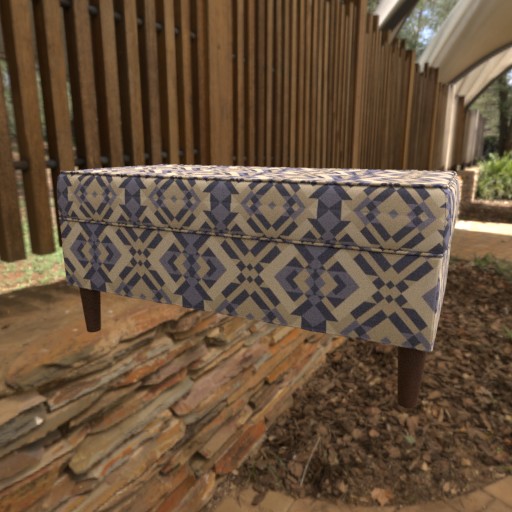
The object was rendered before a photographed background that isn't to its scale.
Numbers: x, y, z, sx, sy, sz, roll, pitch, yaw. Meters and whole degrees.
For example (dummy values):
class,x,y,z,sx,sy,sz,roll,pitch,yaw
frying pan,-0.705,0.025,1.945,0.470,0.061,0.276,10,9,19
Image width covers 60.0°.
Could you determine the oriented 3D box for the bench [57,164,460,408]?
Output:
class,x,y,z,sx,sy,sz,roll,pitch,yaw
bench,0.000,0.000,1.262,1.016,0.477,0.492,7,16,25
